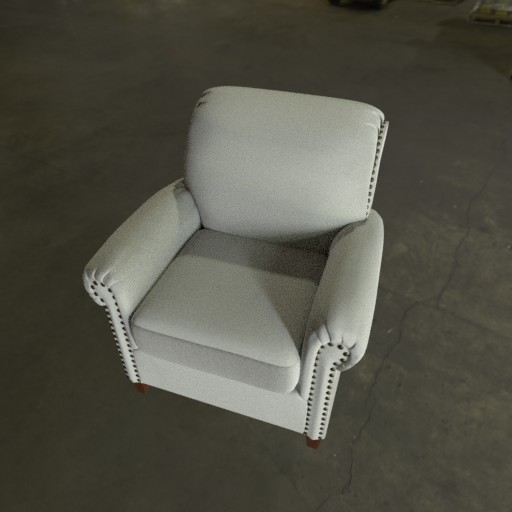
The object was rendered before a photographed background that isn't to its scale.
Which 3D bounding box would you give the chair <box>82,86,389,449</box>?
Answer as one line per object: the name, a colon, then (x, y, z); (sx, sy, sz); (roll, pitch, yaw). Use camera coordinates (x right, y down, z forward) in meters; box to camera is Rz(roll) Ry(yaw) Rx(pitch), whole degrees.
chair: (0.000, 0.000, 1.572); (0.854, 0.927, 0.890); (12, 41, 14)
